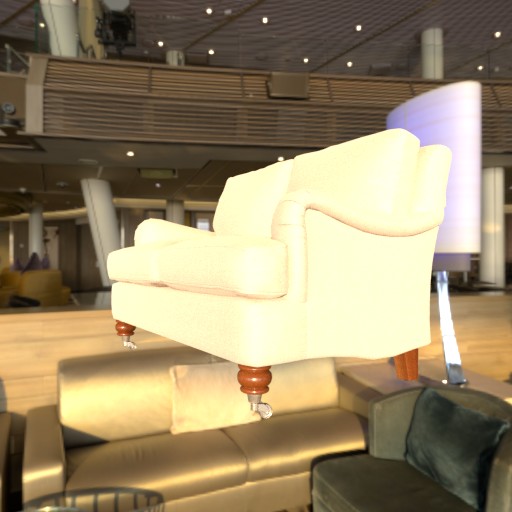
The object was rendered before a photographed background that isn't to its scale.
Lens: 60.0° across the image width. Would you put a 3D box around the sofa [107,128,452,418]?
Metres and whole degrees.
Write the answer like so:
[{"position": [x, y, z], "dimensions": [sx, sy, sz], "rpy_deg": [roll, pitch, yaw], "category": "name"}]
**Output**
[{"position": [0.000, 0.000, 2.187], "dimensions": [1.087, 1.048, 1.508], "rpy_deg": [0, -1, -34], "category": "sofa"}]
